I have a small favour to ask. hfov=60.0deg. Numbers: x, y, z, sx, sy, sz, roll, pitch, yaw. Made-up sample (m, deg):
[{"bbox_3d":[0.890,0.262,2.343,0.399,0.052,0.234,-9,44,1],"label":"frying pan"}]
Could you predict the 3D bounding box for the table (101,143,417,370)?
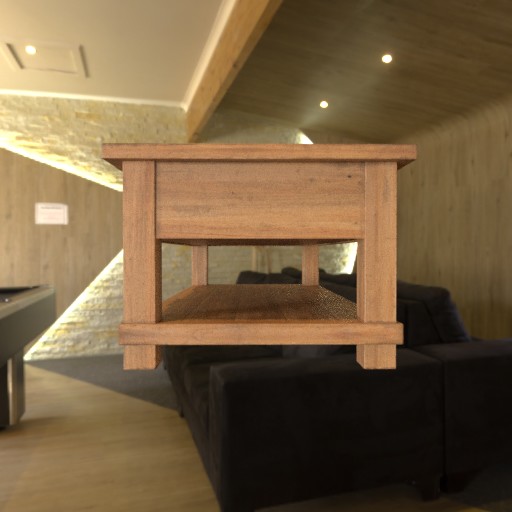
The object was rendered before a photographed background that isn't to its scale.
[{"bbox_3d":[0.000,0.000,1.585,0.693,0.494,1.270,0,0,-1],"label":"table"}]
